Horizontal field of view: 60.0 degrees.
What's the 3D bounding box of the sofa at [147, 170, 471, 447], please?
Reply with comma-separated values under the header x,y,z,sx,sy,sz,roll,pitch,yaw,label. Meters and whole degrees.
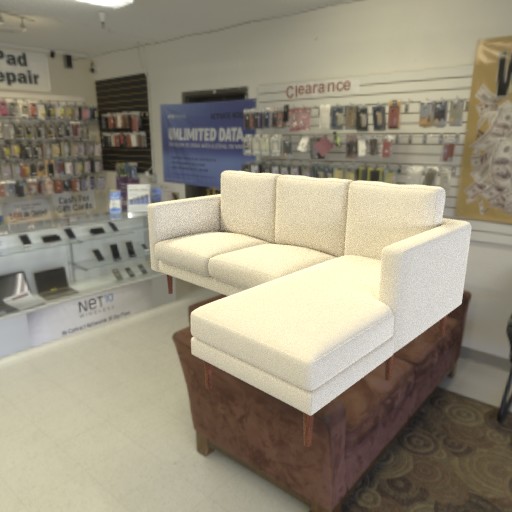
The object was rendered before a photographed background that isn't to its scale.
x,y,z,sx,sy,sz,roll,pitch,yaw,label
0.000,0.000,2.773,2.029,0.899,1.580,14,21,41,sofa
